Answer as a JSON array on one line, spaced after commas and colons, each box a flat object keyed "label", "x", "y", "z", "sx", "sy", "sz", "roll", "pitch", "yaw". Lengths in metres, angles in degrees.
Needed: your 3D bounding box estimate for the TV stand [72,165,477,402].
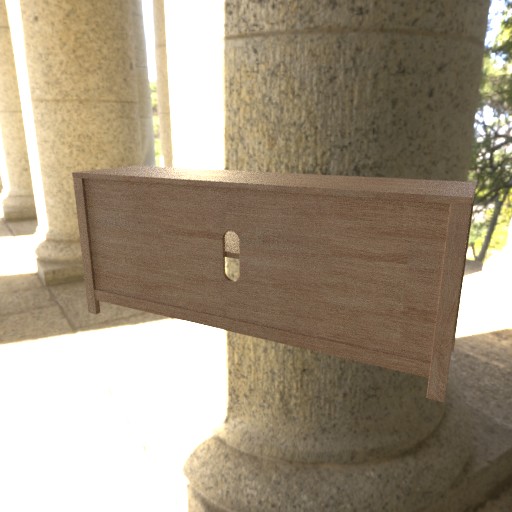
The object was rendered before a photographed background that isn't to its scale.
[{"label": "TV stand", "x": 0.000, "y": 0.000, "z": 1.719, "sx": 1.466, "sy": 0.610, "sz": 0.398, "roll": 8, "pitch": 18, "yaw": 26}]
